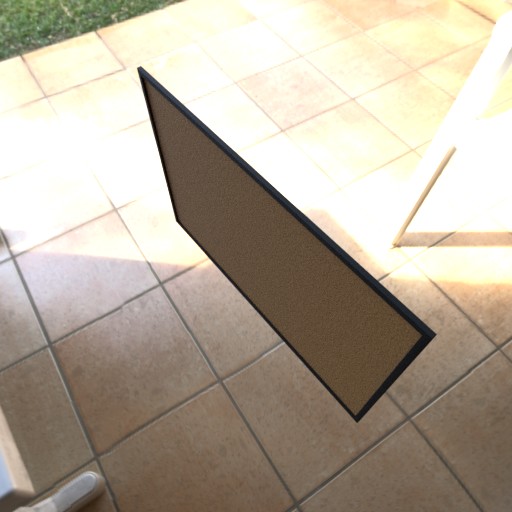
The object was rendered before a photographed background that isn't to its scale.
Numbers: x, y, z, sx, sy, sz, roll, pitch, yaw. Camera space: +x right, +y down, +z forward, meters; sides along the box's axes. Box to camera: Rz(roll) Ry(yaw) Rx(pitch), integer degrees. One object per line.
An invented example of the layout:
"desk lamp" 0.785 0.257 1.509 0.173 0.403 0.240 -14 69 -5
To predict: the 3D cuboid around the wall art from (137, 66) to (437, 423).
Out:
"wall art" 0.000 0.000 1.236 0.013 0.665 0.963 -35 64 -20
